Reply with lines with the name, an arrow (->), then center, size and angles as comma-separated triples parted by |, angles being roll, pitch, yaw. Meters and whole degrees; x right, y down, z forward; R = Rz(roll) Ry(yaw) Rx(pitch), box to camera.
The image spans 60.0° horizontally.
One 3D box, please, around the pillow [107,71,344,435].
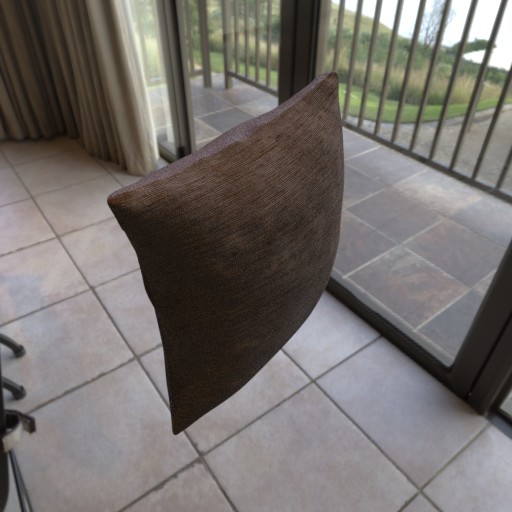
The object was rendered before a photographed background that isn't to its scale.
pillow -> 0.000, 0.000, 0.677 | 0.204, 0.439, 0.452 | 24, 46, 26
